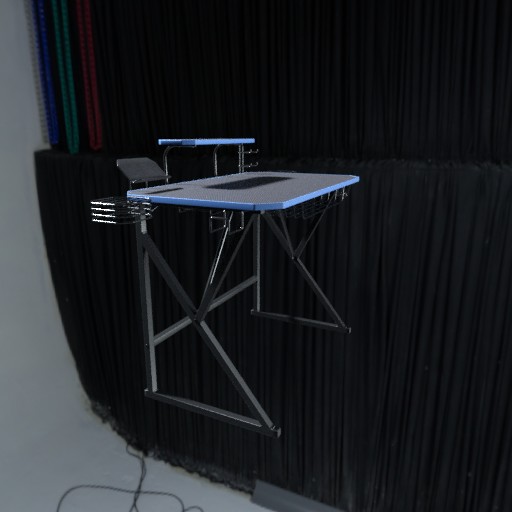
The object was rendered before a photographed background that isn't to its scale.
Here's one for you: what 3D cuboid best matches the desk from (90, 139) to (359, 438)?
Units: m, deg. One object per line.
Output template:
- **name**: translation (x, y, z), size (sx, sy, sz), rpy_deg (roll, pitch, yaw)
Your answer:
- **desk**: translation (0.000, 0.000, 1.791), size (0.594, 0.909, 1.295), rpy_deg (7, 17, 25)
